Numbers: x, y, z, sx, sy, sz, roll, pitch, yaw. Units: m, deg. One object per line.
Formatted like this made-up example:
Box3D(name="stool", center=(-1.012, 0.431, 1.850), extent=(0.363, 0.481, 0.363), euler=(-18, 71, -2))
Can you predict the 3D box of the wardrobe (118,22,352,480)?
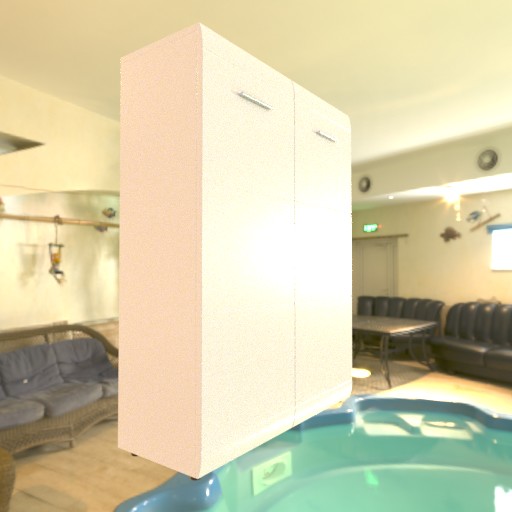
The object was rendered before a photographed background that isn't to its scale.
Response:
Box3D(name="wardrobe", center=(0.000, 0.000, 1.593), extent=(0.360, 1.200, 0.900), euler=(-1, -2, 37))
